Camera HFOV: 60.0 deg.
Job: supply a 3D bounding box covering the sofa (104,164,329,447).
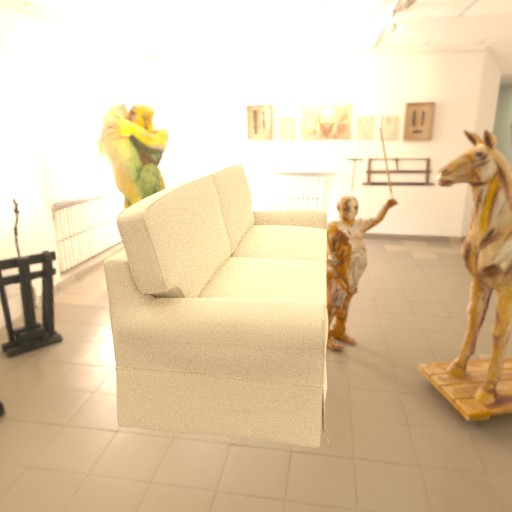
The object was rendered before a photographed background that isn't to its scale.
[{"bbox_3d":[0.000,0.000,2.551,0.862,0.937,2.021,2,17,8],"label":"sofa"}]
